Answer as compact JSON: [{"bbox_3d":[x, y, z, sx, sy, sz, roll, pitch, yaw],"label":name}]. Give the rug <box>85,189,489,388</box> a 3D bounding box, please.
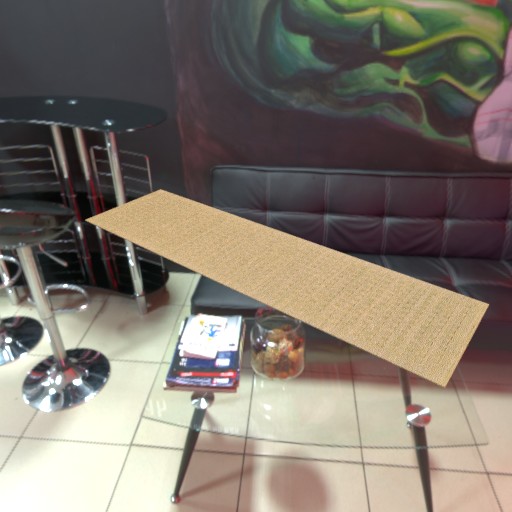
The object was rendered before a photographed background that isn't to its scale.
[{"bbox_3d":[0.000,0.000,2.638,2.437,0.006,0.686,22,37,32],"label":"rug"}]
